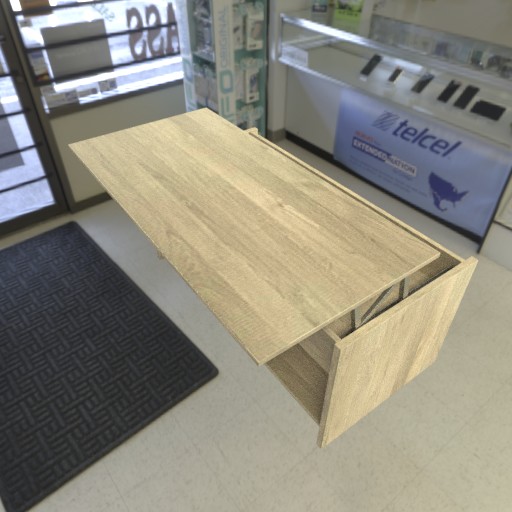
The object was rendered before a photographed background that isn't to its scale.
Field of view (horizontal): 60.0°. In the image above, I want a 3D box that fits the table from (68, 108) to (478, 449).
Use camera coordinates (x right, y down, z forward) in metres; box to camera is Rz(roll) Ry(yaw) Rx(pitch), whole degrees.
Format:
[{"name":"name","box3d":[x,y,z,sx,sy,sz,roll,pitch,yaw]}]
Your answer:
[{"name":"table","box3d":[0.000,0.000,1.405,0.712,0.570,1.000,-25,46,-26]}]
